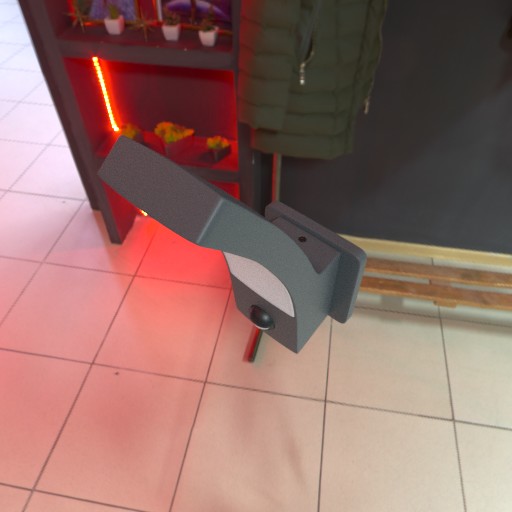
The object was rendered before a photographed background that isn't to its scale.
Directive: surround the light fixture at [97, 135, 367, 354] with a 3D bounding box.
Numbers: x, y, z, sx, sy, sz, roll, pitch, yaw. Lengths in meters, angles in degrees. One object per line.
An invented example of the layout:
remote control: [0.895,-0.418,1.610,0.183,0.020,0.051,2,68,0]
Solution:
light fixture: [0.000,0.000,0.342,0.108,0.243,0.174,34,56,27]
